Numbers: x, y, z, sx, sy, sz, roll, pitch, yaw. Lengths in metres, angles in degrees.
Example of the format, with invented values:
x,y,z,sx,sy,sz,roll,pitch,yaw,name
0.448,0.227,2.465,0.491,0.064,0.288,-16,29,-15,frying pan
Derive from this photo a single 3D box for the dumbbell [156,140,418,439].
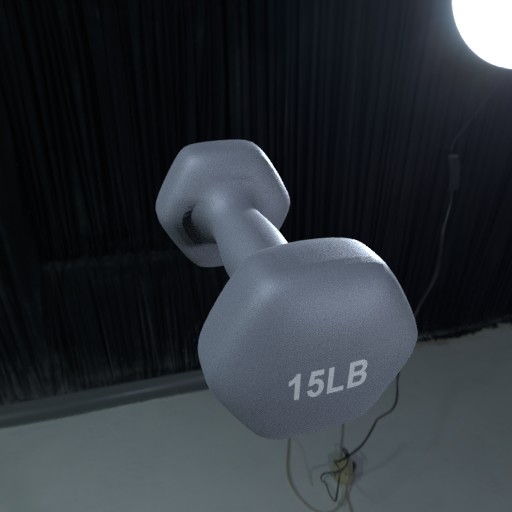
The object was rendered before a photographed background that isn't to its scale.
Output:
x,y,z,sx,sy,sz,roll,pitch,yaw,name
0.000,0.000,0.305,0.116,0.105,0.240,-9,31,-15,dumbbell
